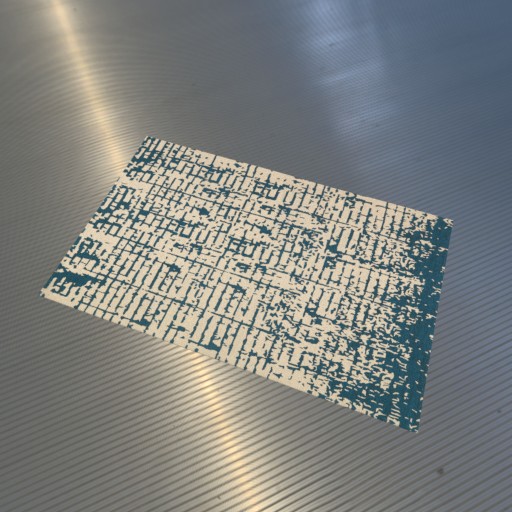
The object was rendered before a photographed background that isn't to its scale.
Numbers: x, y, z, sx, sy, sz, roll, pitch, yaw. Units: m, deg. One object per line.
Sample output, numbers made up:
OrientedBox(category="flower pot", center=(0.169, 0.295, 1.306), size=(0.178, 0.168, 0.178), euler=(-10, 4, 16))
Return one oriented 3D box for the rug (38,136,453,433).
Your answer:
OrientedBox(category="rug", center=(0.000, 0.000, 3.003), size=(2.435, 0.011, 1.517), euler=(17, 61, 10))
